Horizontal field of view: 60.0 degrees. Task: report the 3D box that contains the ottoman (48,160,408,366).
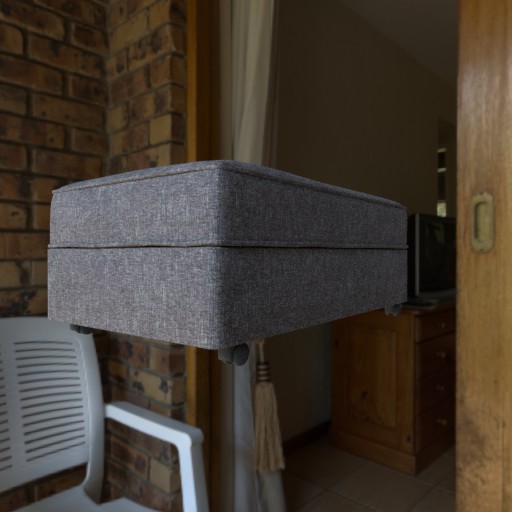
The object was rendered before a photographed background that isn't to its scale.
[{"bbox_3d":[0.000,0.000,1.574,0.717,0.487,1.184,0,1,38],"label":"ottoman"}]
